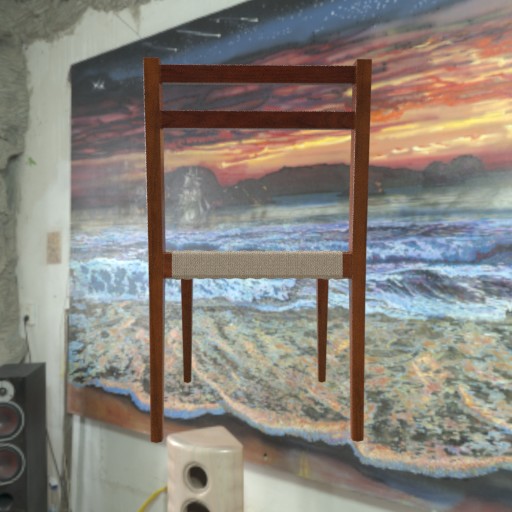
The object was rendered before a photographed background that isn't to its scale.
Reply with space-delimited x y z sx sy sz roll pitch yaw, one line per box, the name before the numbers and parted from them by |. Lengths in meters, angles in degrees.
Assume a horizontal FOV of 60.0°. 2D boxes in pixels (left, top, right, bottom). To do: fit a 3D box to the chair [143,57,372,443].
chair | 0.000 0.000 1.229 0.495 0.851 0.569 0 0 -1
